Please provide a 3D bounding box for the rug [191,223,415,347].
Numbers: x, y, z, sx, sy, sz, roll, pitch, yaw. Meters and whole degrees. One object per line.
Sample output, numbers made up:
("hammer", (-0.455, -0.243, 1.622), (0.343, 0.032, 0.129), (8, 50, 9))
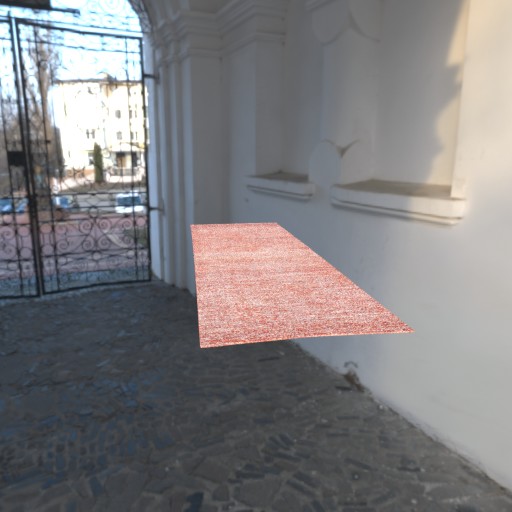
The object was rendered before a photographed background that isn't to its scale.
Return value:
("rug", (0.000, 0.000, 2.553), (0.718, 0.013, 2.353), (-2, 13, -9))
